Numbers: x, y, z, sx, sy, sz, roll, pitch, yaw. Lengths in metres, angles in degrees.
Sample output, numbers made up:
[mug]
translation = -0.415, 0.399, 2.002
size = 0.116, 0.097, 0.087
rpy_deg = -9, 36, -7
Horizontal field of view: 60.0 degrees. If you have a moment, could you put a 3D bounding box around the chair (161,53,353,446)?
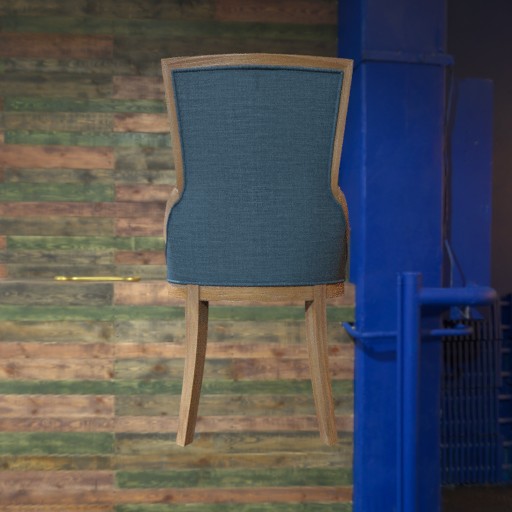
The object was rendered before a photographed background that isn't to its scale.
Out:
[chair]
translation = 0.000, 0.000, 1.343
size = 0.524, 0.947, 0.641
rpy_deg = 0, 1, -1
